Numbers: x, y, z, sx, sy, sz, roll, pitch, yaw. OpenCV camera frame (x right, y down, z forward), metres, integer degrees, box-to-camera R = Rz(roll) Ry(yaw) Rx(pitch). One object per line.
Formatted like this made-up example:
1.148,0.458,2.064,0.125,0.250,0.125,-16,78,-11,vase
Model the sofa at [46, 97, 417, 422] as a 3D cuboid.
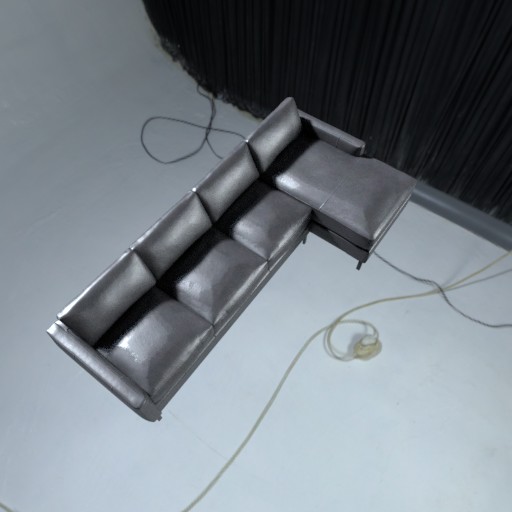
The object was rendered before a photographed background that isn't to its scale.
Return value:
0.000,0.000,3.667,1.471,0.859,2.993,32,64,18,sofa
